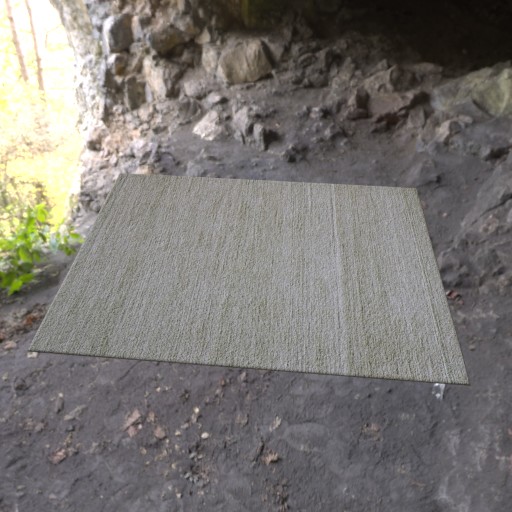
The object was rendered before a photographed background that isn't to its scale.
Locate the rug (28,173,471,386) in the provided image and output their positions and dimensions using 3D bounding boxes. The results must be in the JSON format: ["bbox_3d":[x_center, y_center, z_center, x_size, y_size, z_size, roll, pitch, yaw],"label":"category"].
[{"bbox_3d":[0.000,0.000,2.814,2.270,0.017,1.606,4,46,3],"label":"rug"}]
